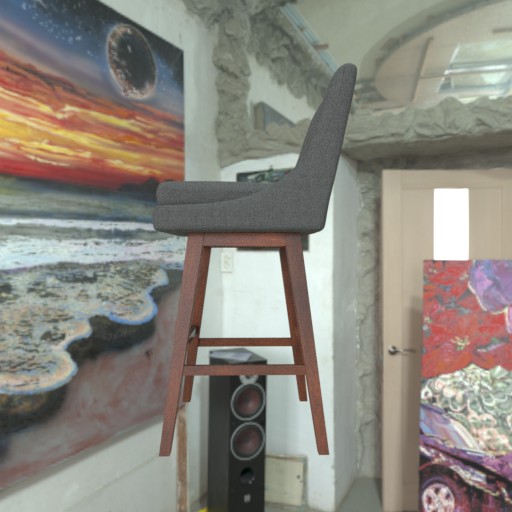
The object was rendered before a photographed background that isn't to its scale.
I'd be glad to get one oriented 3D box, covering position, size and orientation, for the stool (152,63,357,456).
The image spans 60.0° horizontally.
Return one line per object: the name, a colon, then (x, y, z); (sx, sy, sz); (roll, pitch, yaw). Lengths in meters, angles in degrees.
stool: (0.000, 0.000, 1.296); (0.524, 0.977, 0.447); (0, 0, -1)
